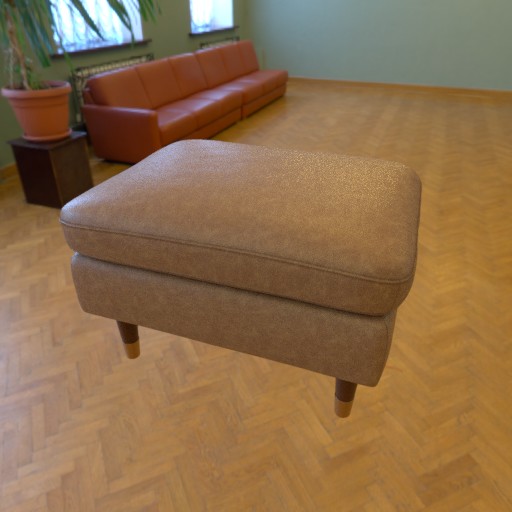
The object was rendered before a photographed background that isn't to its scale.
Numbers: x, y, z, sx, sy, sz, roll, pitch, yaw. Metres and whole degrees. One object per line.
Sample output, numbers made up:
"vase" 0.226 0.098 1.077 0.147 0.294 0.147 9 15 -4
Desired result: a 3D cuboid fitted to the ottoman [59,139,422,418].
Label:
"ottoman" 0.000 0.000 1.137 0.747 0.478 0.593 10 32 17
